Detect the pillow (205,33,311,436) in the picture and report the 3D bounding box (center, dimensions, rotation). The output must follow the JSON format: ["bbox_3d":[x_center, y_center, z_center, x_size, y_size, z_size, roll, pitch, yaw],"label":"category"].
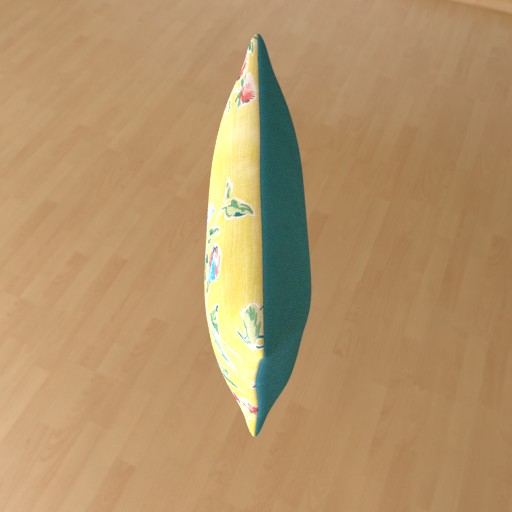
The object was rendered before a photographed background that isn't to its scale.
[{"bbox_3d":[0.000,0.000,0.784,0.166,0.508,0.525,0,59,0],"label":"pillow"}]
